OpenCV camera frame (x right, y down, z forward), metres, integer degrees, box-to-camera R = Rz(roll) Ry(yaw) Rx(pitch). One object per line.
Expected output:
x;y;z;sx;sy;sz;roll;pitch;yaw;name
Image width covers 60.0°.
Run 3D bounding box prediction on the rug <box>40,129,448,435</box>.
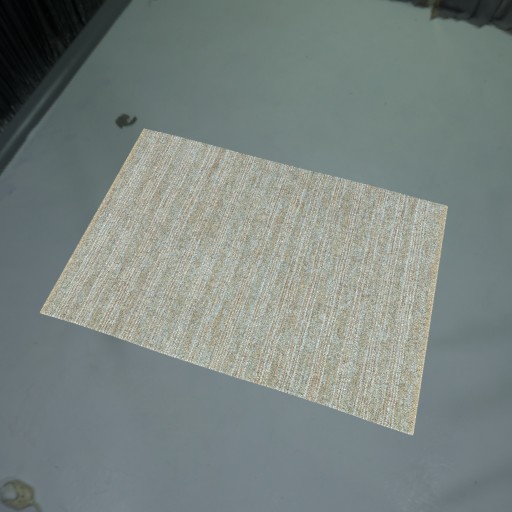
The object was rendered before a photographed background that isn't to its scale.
0.000;0.000;2.306;1.824;0.010;1.240;16;65;8;rug
